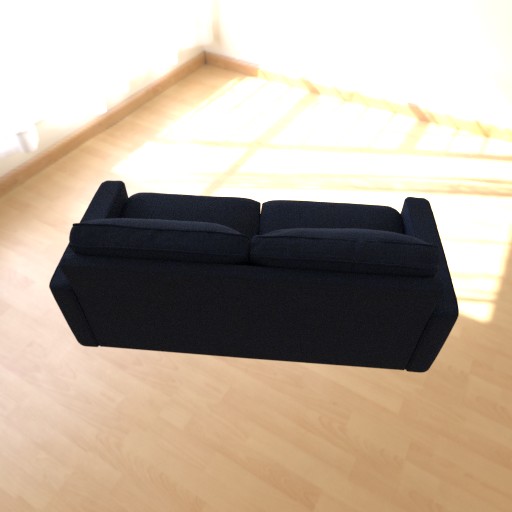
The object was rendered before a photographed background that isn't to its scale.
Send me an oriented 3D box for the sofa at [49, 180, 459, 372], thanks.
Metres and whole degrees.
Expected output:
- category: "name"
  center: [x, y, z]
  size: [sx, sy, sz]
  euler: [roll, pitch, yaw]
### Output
- category: "sofa"
  center: [0.000, 0.000, 2.593]
  size: [2.080, 0.919, 0.940]
  euler: [4, 47, 3]
